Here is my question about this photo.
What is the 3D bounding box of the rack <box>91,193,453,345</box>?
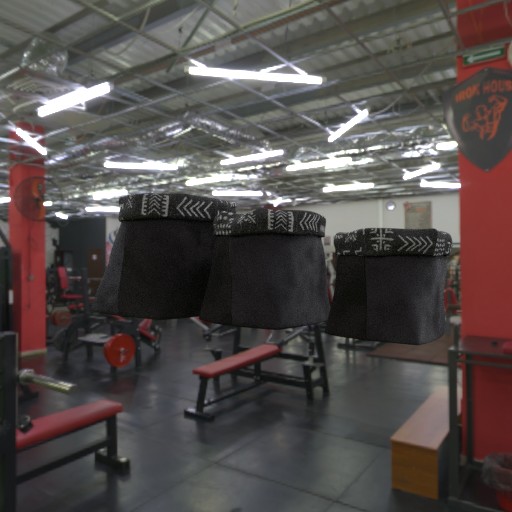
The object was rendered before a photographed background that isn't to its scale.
[{"bbox_3d":[0.000,0.000,1.103,0.905,0.323,0.379,0,-1,37],"label":"rack"}]
